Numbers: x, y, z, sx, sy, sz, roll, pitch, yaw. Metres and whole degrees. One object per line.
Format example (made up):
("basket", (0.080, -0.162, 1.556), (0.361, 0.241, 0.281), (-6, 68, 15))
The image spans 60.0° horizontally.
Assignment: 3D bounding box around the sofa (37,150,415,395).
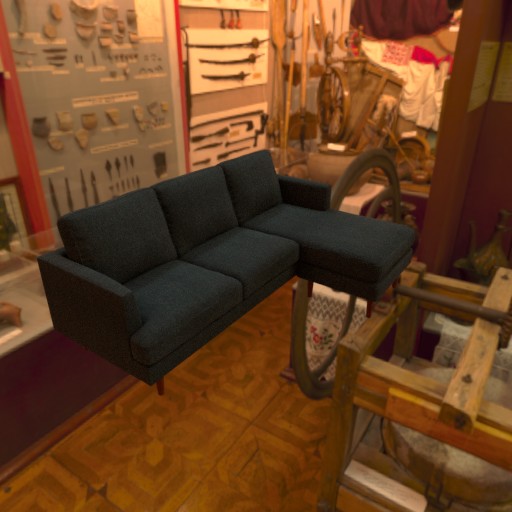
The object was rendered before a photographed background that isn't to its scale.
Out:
("sofa", (0.000, 0.000, 3.025), (1.504, 0.956, 2.233), (18, 31, 31))
